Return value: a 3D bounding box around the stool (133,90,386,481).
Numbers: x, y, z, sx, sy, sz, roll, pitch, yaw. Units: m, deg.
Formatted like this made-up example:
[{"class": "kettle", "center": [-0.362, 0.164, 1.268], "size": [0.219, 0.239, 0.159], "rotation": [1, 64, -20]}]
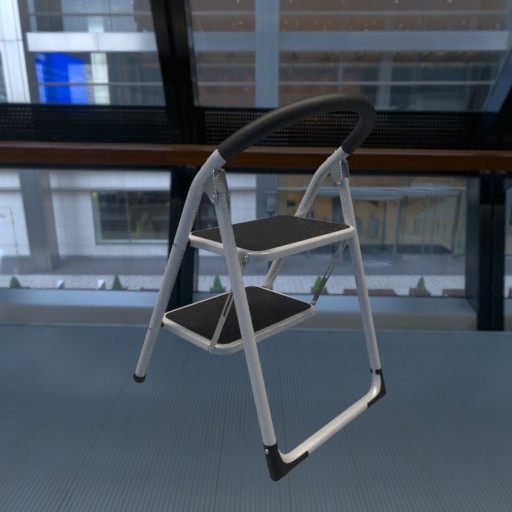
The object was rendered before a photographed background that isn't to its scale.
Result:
[{"class": "stool", "center": [0.000, 0.000, 1.127], "size": [0.559, 0.760, 0.453], "rotation": [15, 22, 43]}]
